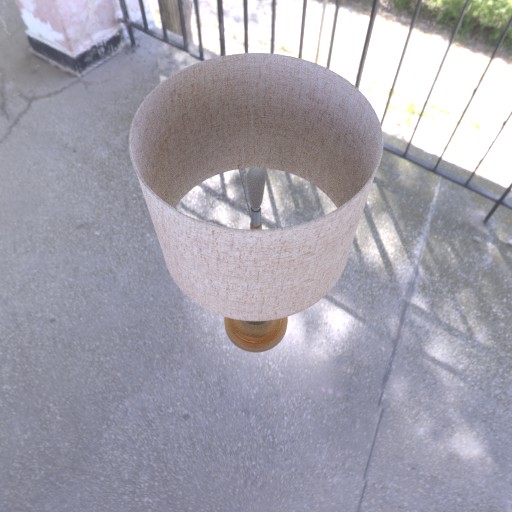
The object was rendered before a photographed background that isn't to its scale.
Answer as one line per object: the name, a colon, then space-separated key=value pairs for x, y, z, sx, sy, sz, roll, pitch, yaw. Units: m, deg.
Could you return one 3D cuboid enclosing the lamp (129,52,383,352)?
lamp: x=0.000 y=0.000 z=0.822 sx=0.321 sy=0.610 sz=0.321 roll=31 pitch=63 yaw=18
